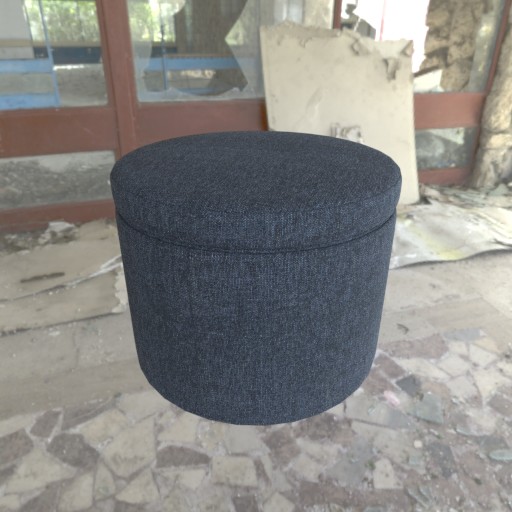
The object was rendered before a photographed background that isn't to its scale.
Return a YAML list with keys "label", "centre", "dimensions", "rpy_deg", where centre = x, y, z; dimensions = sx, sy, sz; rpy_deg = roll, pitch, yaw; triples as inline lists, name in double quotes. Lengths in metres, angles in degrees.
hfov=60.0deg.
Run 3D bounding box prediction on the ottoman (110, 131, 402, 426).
- label: "ottoman"
  centre: [0.000, 0.000, 0.869]
  dimensions: [0.500, 0.419, 0.500]
  rpy_deg: [0, 27, 0]
